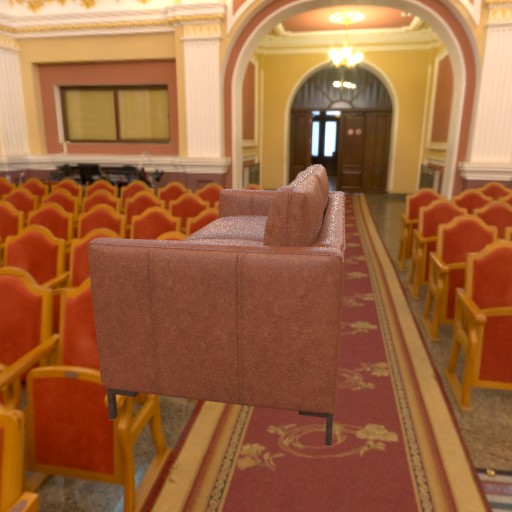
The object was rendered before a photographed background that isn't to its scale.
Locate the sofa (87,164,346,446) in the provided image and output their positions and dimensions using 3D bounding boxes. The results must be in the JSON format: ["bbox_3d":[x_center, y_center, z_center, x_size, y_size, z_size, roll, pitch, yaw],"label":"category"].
[{"bbox_3d":[0.000,0.000,2.305,0.899,0.883,1.797,3,15,10],"label":"sofa"}]
